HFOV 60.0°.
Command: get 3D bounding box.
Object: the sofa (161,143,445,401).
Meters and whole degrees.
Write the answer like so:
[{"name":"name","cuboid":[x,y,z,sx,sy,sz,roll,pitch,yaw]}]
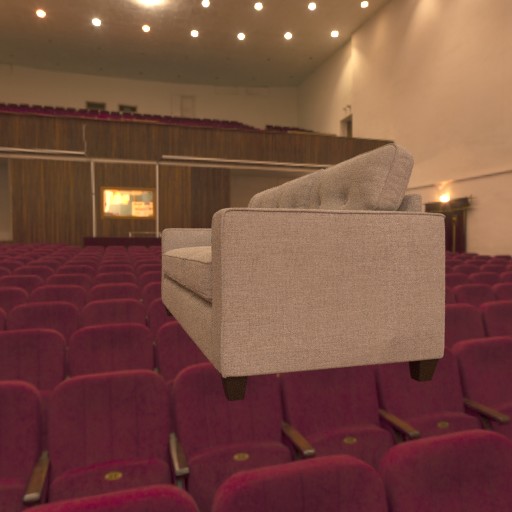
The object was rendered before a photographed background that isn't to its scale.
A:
[{"name":"sofa","cuboid":[0.000,0.000,2.613,0.939,0.965,2.133,0,1,-17]}]
